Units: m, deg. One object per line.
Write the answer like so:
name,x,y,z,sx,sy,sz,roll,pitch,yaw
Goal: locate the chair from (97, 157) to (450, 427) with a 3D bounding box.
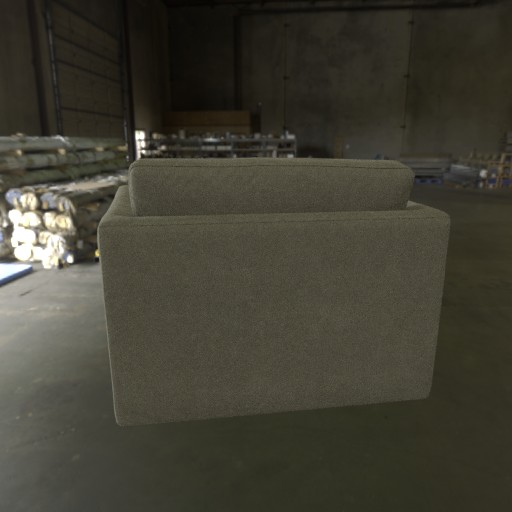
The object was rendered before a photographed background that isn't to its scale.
chair,0.000,0.000,1.827,1.190,0.845,1.091,-2,15,-9
